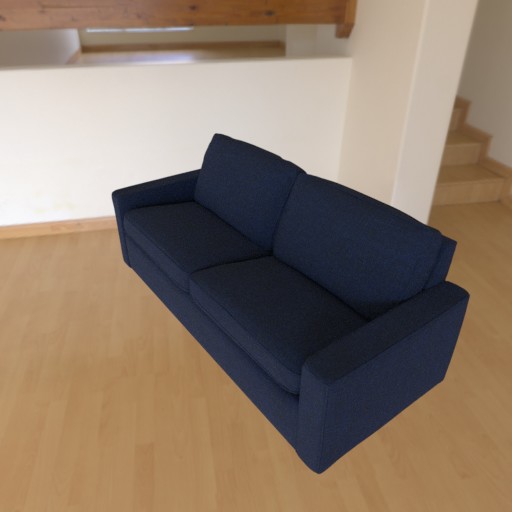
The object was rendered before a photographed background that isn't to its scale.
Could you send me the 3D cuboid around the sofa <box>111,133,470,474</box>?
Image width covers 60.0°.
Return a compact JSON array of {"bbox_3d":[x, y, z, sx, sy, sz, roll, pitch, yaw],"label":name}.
[{"bbox_3d":[0.000,0.000,2.527,0.940,0.919,2.080,-21,38,-30],"label":"sofa"}]
